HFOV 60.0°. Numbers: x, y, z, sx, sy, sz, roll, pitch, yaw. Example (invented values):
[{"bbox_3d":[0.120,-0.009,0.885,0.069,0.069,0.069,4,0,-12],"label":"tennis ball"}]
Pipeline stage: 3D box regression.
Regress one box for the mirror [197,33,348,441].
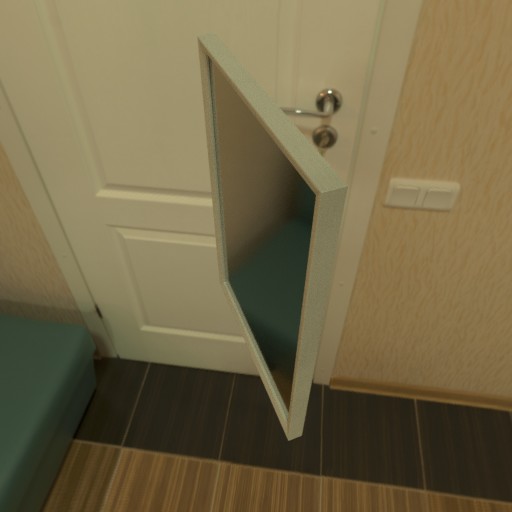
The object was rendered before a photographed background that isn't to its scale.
[{"bbox_3d":[0.000,0.000,0.924,0.039,0.710,0.507,-16,48,-15],"label":"mirror"}]
